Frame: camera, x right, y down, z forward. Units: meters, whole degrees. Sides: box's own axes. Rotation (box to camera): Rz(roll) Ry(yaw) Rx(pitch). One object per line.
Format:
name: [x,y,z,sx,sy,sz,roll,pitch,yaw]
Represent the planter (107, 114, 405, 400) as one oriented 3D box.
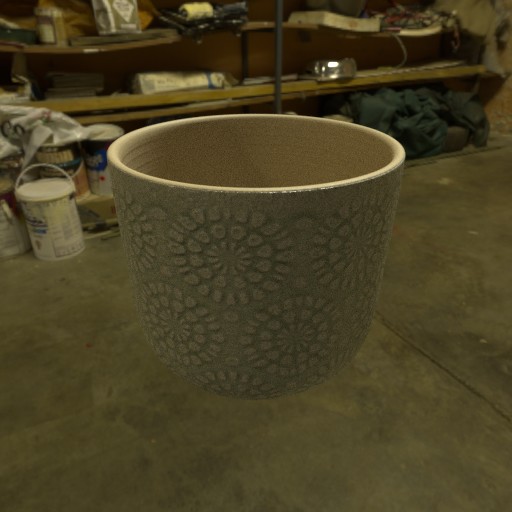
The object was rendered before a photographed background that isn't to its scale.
planter: [0.000,0.000,0.297,0.169,0.153,0.169,0,28,0]
